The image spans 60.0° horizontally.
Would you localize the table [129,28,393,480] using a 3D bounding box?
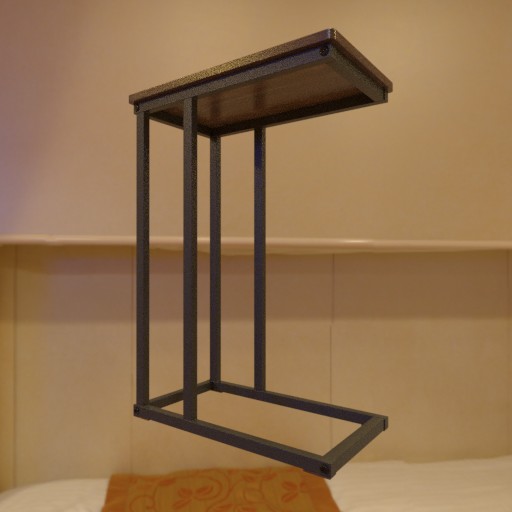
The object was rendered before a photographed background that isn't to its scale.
[{"bbox_3d":[0.000,0.000,0.851,0.450,0.637,0.254,0,0,36],"label":"table"}]
